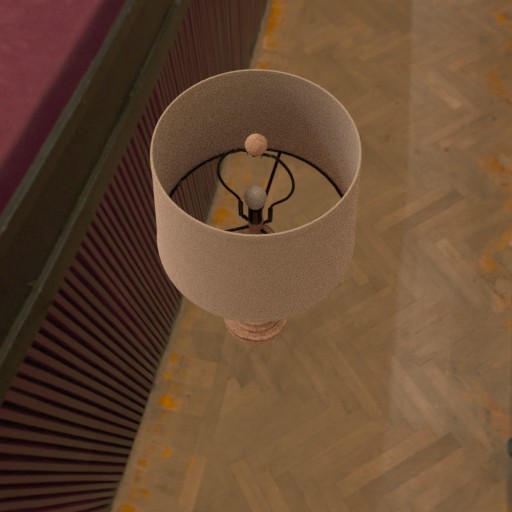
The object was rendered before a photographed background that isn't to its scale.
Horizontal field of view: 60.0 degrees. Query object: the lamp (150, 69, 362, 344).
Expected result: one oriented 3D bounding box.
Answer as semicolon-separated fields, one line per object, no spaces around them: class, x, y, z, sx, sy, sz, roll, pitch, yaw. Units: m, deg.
lamp;0.000;0.000;0.865;0.340;0.678;0.340;0;64;0
